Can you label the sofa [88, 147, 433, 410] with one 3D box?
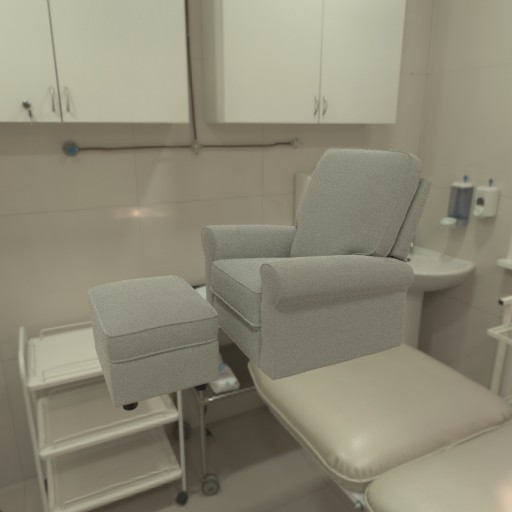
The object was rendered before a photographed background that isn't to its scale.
[{"bbox_3d":[0.000,0.000,2.083,1.478,0.959,0.880,-8,18,-26],"label":"sofa"}]
